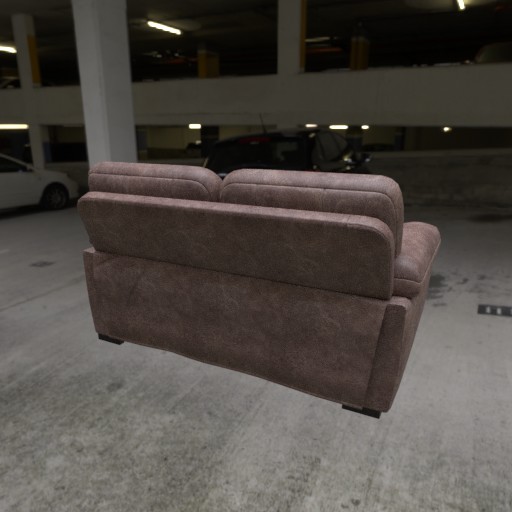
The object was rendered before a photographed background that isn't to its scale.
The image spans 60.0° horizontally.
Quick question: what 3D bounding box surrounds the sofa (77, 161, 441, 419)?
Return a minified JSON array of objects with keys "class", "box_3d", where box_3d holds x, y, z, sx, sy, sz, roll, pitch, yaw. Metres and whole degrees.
[{"class":"sofa","box_3d":[0.000,0.000,2.374,1.753,0.991,0.991,8,19,26]}]
